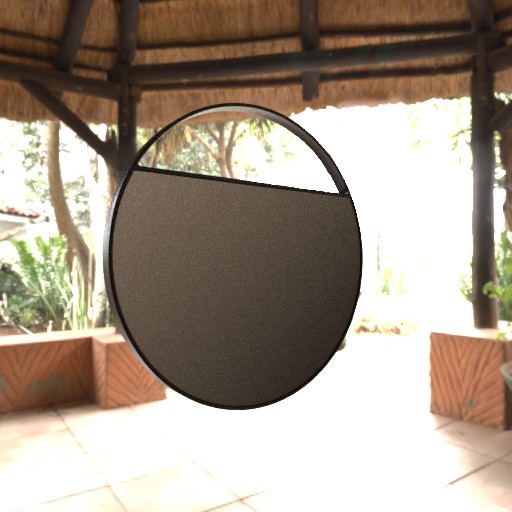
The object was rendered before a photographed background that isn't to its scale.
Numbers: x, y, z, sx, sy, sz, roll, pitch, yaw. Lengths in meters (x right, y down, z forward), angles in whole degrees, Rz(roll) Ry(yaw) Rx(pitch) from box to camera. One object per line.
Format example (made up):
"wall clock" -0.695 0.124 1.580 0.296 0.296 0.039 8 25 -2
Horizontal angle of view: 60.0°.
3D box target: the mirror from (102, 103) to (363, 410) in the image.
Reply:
"mirror" 0.000 0.000 0.842 0.565 0.565 0.032 1 -2 -35
